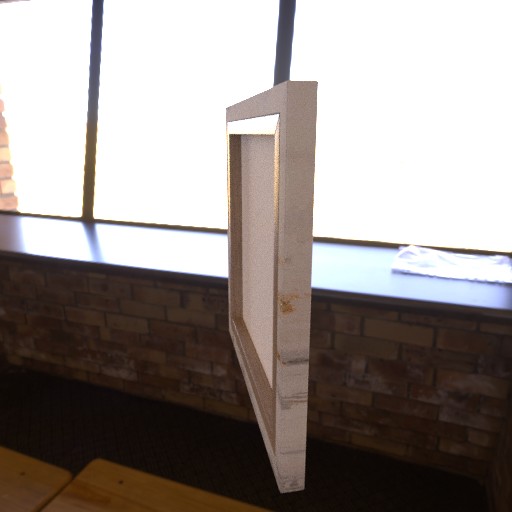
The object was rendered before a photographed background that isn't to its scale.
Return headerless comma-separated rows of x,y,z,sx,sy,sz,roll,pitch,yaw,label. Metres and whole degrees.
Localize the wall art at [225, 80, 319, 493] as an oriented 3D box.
0.000,0.000,0.912,0.040,0.613,0.611,-3,16,-11,wall art
